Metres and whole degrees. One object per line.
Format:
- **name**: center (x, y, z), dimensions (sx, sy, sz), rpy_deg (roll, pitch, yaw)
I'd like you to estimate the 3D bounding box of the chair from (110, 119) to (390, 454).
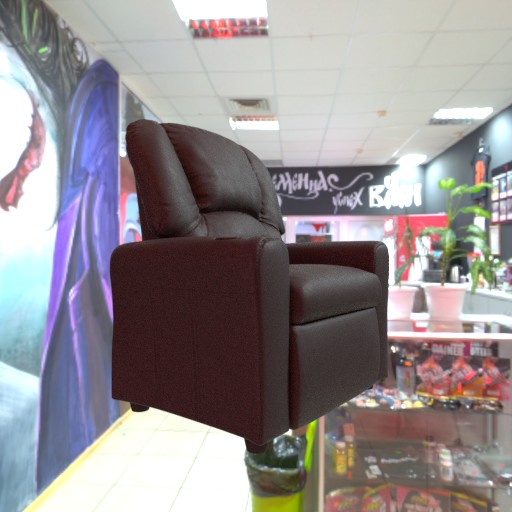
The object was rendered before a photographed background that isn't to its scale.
- **chair**: center (0.000, 0.000, 1.117), dimensions (0.521, 0.709, 0.610), rpy_deg (0, 0, 38)
